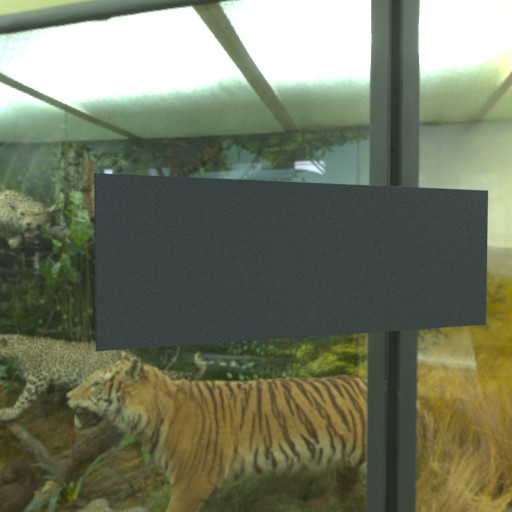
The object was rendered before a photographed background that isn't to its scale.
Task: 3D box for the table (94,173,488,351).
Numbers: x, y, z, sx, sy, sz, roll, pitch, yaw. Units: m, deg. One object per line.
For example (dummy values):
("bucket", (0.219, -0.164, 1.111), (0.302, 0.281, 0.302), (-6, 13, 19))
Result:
("table", (0.000, 0.000, 1.224), (0.801, 0.299, 0.801), (-1, 2, -17))
